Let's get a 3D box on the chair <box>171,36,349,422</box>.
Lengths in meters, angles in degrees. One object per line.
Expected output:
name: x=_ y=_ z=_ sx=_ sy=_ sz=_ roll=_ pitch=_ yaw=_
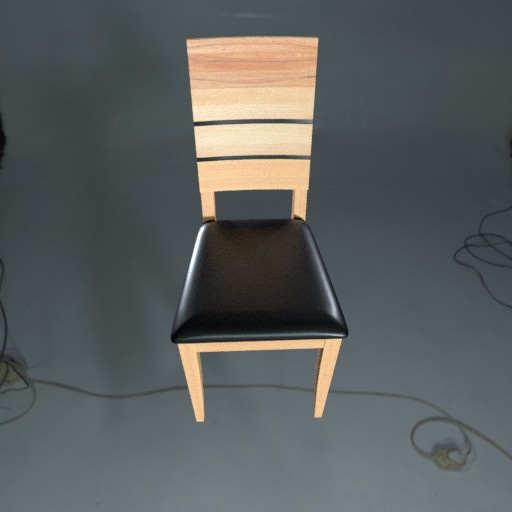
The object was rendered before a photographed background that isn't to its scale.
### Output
chair: x=0.000 y=0.000 z=1.183 sx=0.410 sy=0.940 sz=0.520 roll=-2 pitch=47 yaw=-1
